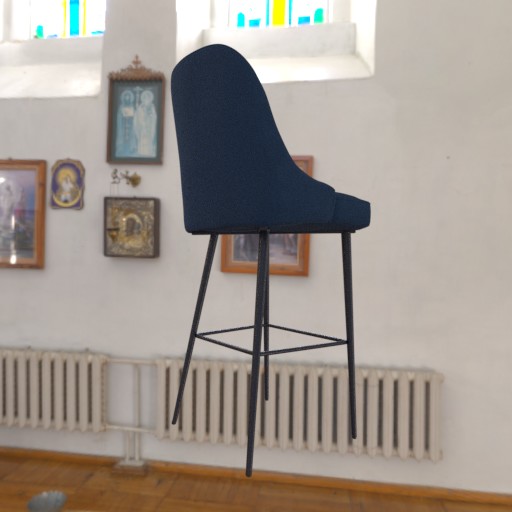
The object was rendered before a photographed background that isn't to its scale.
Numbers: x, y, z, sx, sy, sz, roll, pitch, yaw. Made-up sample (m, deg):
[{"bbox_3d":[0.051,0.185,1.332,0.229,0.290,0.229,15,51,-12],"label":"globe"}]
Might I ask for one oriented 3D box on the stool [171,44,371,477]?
[{"bbox_3d":[0.000,0.000,1.351,0.489,1.079,0.527,0,0,-37],"label":"stool"}]
